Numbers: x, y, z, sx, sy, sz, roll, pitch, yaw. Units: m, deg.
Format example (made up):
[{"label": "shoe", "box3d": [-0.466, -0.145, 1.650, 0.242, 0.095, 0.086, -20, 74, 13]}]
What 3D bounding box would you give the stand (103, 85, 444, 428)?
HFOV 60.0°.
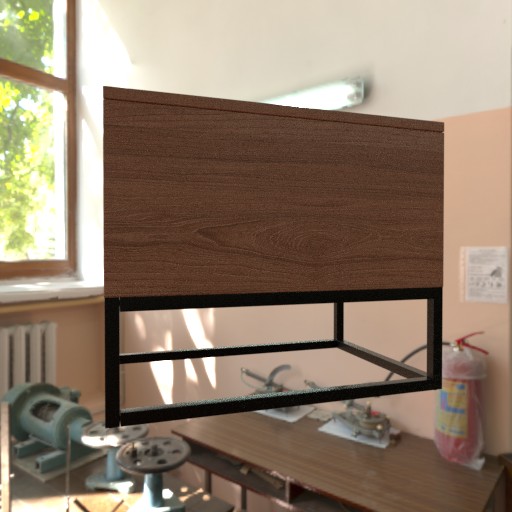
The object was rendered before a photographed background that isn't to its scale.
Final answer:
[{"label": "stand", "box3d": [0.000, 0.000, 0.934, 0.600, 0.500, 0.420, 0, 1, -18]}]
